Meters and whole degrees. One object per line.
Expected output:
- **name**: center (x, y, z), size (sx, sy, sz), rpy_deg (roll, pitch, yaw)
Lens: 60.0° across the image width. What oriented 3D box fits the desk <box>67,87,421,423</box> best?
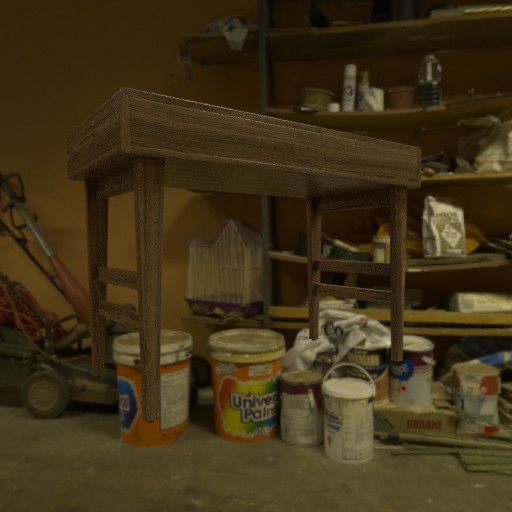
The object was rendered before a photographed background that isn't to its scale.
- **desk**: center (0.000, 0.000, 1.473), size (1.067, 0.755, 0.508), rpy_deg (-1, 2, -35)
